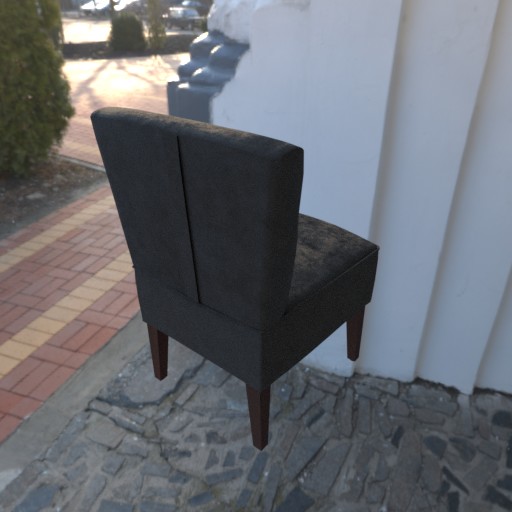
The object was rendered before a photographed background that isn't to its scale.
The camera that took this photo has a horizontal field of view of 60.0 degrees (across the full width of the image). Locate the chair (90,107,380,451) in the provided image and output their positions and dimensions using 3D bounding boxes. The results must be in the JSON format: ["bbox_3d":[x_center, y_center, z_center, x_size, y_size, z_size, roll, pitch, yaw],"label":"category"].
[{"bbox_3d":[0.000,0.000,1.202,0.521,0.806,0.554,22,36,33],"label":"chair"}]
